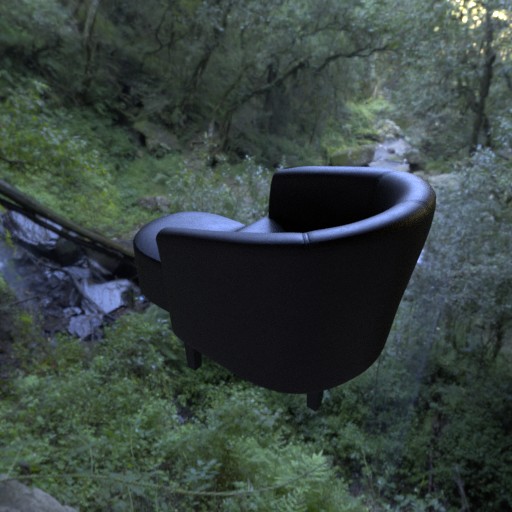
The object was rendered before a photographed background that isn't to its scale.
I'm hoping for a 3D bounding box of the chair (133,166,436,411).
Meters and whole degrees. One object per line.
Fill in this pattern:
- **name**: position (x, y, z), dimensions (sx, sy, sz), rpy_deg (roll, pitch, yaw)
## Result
- **chair**: position (0.000, 0.000, 1.679), dimensions (1.176, 0.755, 0.737), rpy_deg (22, 38, 31)
